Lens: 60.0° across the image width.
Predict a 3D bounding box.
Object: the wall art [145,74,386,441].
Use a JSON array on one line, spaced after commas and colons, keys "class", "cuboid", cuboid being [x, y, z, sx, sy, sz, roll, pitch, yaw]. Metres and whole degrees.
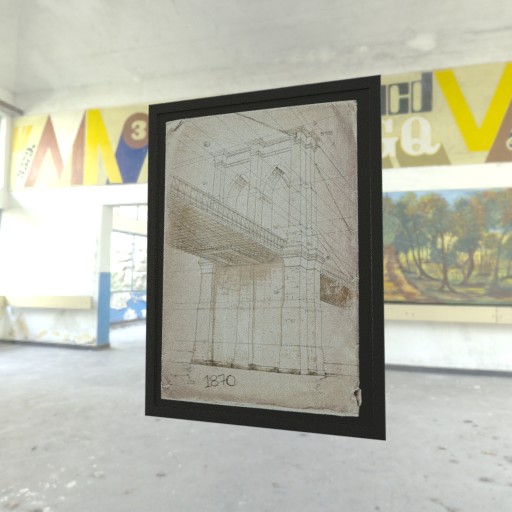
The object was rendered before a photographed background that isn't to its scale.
[{"class": "wall art", "cuboid": [0.000, 0.000, 1.280, 0.707, 0.967, 0.013, -1, -3, 17]}]
